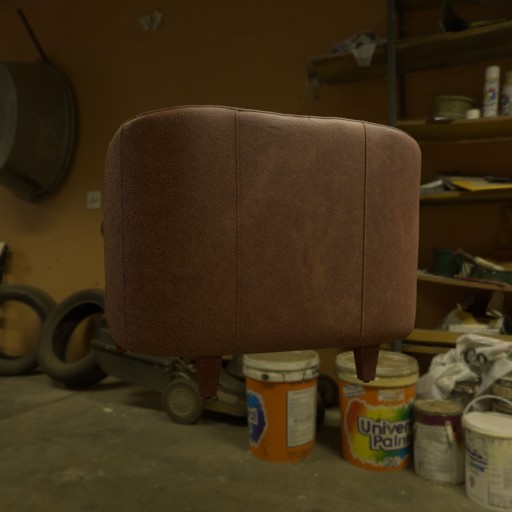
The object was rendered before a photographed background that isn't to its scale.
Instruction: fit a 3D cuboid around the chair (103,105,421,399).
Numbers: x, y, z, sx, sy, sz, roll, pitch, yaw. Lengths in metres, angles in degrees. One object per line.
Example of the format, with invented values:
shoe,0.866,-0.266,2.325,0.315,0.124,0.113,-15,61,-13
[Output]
chair,0.000,0.000,1.713,1.119,0.836,0.911,0,-1,-19
